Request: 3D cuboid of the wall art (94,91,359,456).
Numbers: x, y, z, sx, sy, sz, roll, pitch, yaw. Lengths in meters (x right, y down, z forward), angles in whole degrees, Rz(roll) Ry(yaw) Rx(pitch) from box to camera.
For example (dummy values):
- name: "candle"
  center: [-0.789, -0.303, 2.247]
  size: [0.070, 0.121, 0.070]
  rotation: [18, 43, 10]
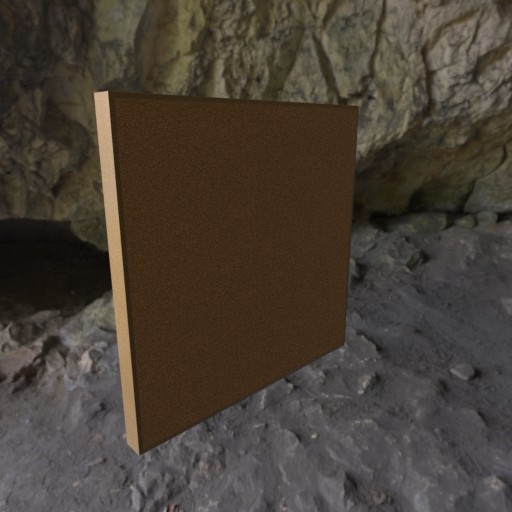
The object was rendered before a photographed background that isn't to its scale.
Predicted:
- name: "wall art"
  center: [0.000, 0.000, 0.771]
  size: [0.513, 0.511, 0.038]
  rotation: [-15, 22, -41]
